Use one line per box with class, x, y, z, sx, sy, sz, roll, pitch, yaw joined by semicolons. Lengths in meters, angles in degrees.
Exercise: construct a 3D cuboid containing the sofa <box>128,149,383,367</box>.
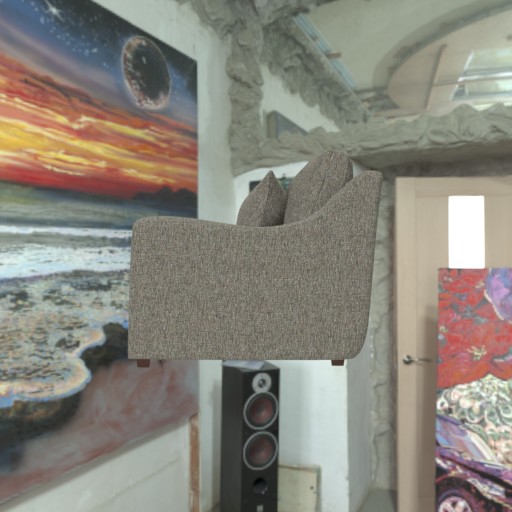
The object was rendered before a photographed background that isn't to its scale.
sofa;0.000;0.000;3.066;1.103;0.998;2.418;0;-1;1
